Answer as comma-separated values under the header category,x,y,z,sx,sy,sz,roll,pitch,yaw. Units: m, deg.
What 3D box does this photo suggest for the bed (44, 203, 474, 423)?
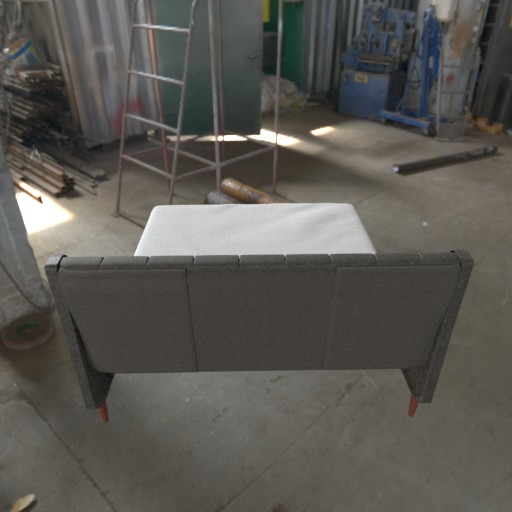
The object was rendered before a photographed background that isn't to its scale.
category,x,y,z,sx,sy,sz,roll,pitch,yaw
bed,0.000,0.000,3.096,1.903,1.158,2.031,-1,31,-1
